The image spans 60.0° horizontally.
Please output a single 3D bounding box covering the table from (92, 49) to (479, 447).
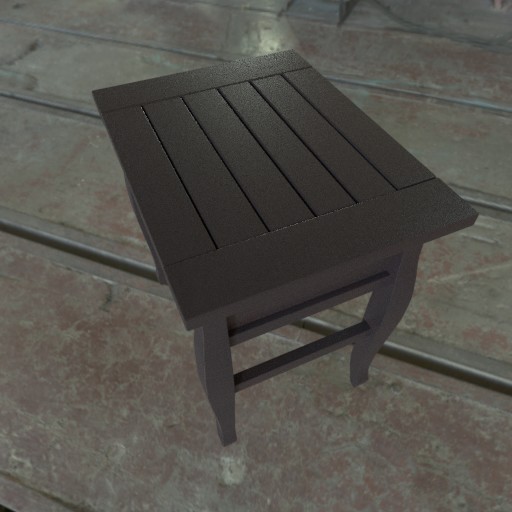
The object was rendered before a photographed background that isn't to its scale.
[{"bbox_3d":[0.000,0.000,1.004,0.460,0.605,0.602,-19,51,-16],"label":"table"}]
